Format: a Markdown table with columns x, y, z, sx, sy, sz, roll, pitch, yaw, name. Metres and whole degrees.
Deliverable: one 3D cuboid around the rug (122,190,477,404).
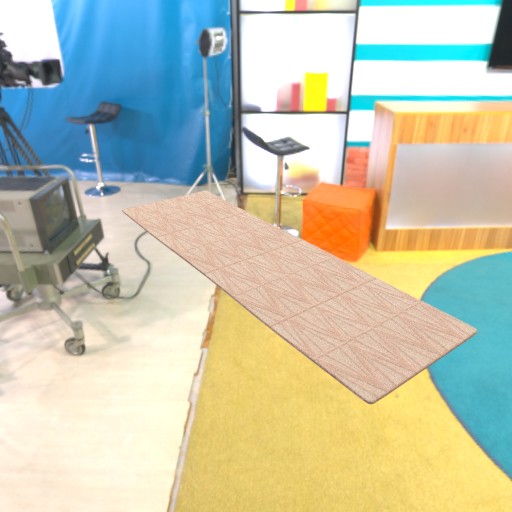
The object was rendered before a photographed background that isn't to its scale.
| x | y | z | sx | sy | sz | roll | pitch | yaw | name |
| --- | --- | --- | --- | --- | --- | --- | --- | --- | --- |
| 0.000 | 0.000 | 2.709 | 0.760 | 0.015 | 2.435 | -19 | 33 | -32 | rug |
